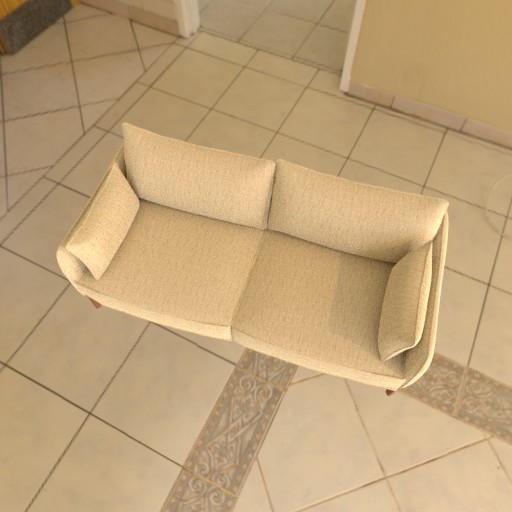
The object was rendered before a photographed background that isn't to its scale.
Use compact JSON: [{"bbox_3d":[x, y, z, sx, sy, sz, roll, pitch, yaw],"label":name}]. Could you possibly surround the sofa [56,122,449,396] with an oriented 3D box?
[{"bbox_3d":[0.000,0.000,2.530,1.989,0.860,0.991,15,61,8],"label":"sofa"}]
